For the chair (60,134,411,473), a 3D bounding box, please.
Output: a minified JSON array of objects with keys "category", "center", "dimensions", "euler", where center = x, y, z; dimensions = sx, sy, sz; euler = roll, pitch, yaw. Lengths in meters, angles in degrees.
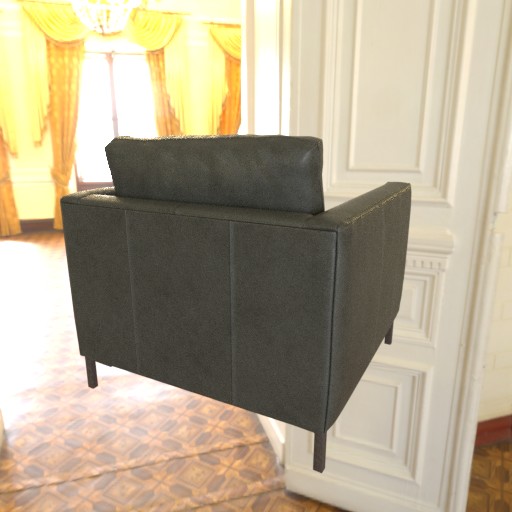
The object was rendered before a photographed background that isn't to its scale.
[{"category":"chair","center":[0.000,0.000,1.479],"dimensions":[0.967,0.824,0.861],"euler":[8,18,27]}]
